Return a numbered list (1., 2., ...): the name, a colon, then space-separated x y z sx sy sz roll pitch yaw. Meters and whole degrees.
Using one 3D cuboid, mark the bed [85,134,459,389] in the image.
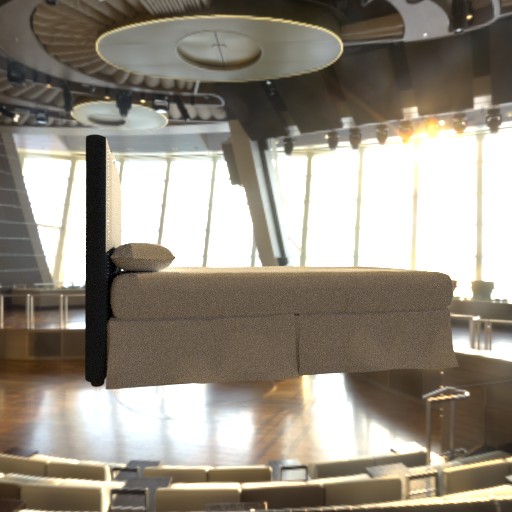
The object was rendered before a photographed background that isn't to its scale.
1. bed: 0.000 0.000 3.419 2.282 1.436 1.821 0 0 -15
